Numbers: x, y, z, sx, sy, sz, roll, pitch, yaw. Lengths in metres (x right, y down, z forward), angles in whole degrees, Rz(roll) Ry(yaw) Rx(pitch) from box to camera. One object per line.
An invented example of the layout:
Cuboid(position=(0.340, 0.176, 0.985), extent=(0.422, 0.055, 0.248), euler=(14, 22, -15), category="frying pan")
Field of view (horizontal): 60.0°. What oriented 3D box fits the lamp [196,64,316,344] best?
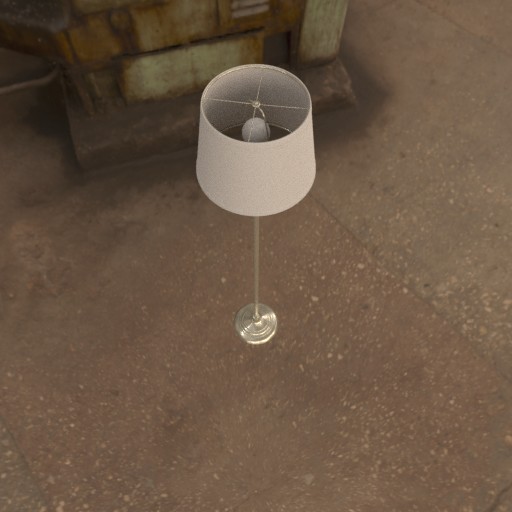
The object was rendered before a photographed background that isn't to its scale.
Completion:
Cuboid(position=(0.000, 0.000, 1.679), extent=(0.327, 1.506, 0.327), euler=(-34, 67, -16), category="lamp")
